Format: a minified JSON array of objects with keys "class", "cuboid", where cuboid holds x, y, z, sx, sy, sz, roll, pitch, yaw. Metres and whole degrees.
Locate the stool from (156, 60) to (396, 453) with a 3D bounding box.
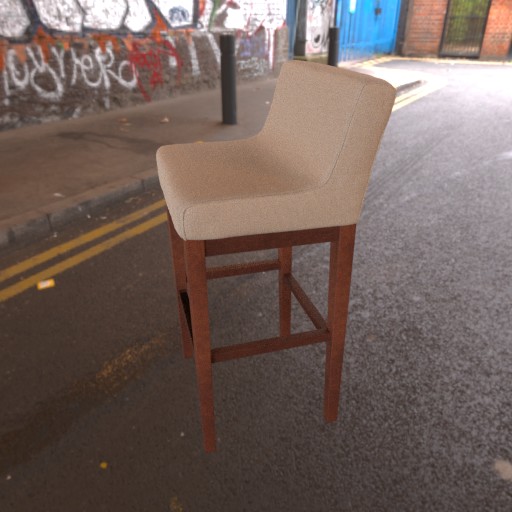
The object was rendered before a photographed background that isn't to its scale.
[{"class":"stool","cuboid":[0.000,0.000,1.325,0.500,1.037,0.511,-8,30,-14]}]
